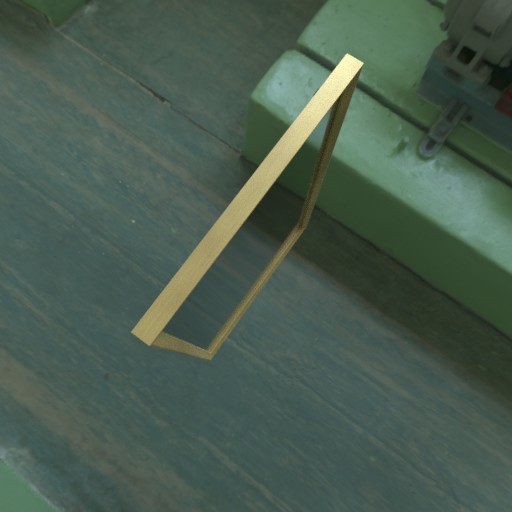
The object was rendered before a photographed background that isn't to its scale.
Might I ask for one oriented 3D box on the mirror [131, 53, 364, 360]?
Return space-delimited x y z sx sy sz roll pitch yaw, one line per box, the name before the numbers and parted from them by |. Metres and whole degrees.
mirror | 0.000 0.000 1.174 0.041 0.915 0.609 35 78 8
